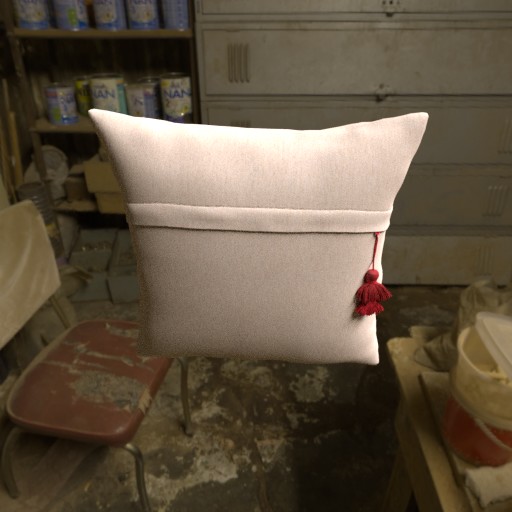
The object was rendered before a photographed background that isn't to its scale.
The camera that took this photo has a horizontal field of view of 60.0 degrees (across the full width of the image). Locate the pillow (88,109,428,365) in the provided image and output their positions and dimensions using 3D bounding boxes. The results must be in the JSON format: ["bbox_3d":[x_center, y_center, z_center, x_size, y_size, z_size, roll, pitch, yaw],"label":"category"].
[{"bbox_3d":[0.000,0.000,0.679,0.433,0.436,0.173,1,30,2],"label":"pillow"}]
